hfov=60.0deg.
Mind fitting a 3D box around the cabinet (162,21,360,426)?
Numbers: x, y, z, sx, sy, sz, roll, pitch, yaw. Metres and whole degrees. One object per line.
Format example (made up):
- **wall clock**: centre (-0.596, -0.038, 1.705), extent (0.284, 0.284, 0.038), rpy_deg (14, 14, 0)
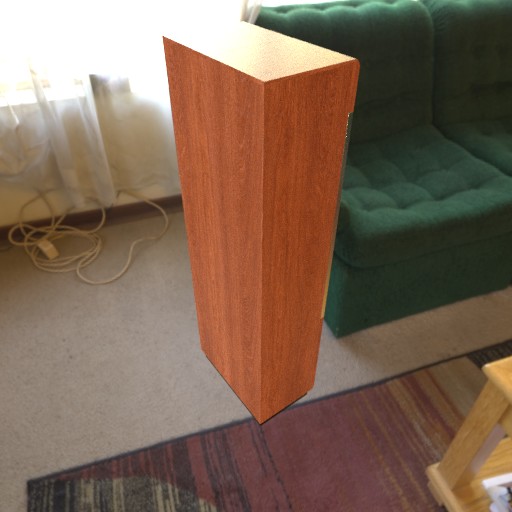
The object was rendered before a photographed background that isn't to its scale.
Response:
- **cabinet**: centre (0.000, 0.000, 2.234), extent (0.420, 1.980, 0.660), rpy_deg (-25, 46, -27)
